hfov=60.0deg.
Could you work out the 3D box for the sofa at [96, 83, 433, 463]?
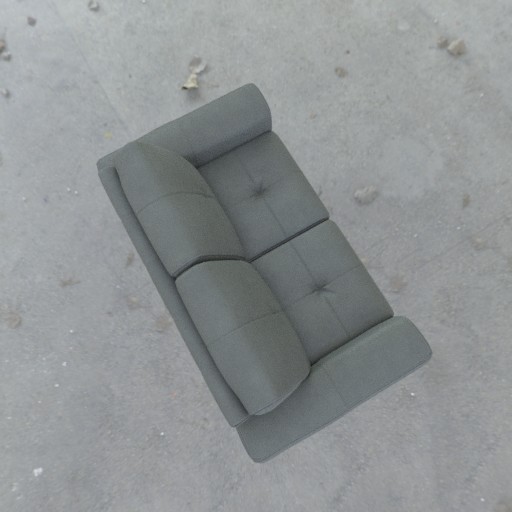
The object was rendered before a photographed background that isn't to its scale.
[{"bbox_3d":[0.000,0.000,2.351,1.018,0.907,1.806,-29,77,-7],"label":"sofa"}]
